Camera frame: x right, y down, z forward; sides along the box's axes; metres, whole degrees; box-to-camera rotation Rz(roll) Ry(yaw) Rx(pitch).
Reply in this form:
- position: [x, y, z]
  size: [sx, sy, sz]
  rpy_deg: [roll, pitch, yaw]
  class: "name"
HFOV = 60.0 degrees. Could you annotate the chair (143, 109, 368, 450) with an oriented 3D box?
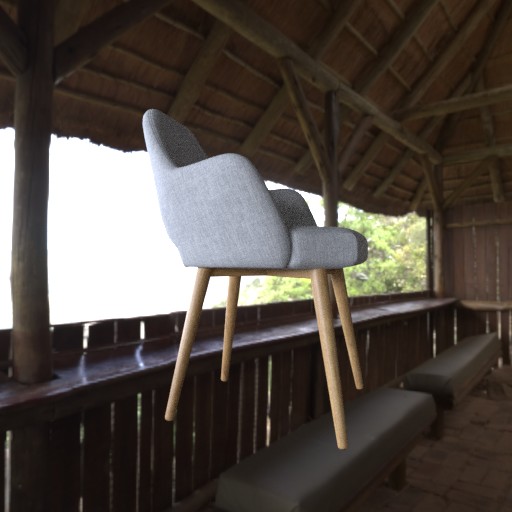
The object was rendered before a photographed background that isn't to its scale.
- position: [0.000, 0.000, 1.261]
  size: [0.610, 0.840, 0.590]
  rpy_deg: [0, 0, 18]
  class: "chair"
